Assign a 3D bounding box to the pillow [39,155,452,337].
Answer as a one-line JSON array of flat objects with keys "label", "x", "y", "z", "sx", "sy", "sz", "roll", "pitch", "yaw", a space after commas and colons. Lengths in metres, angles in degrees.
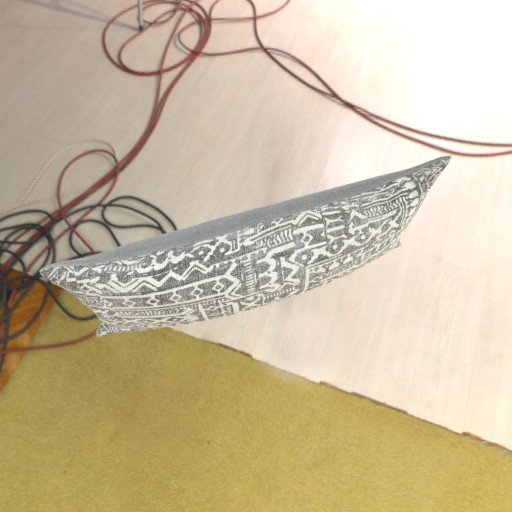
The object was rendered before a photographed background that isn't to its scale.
[{"label": "pillow", "x": 0.000, "y": 0.000, "z": 0.749, "sx": 0.631, "sy": 0.290, "sz": 0.148, "roll": -16, "pitch": 65, "yaw": -8}]
